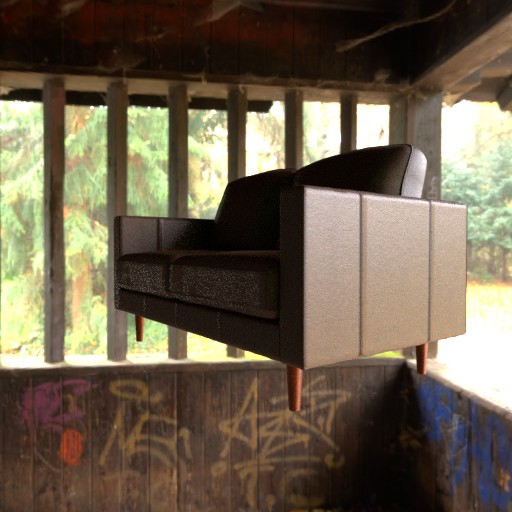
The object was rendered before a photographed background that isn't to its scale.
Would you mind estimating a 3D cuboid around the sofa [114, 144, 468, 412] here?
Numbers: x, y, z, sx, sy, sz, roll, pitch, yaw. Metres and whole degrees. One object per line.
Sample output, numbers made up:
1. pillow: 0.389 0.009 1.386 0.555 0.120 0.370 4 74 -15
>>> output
1. sofa: 0.000 0.000 2.108 0.909 0.951 1.578 -1 1 -36
